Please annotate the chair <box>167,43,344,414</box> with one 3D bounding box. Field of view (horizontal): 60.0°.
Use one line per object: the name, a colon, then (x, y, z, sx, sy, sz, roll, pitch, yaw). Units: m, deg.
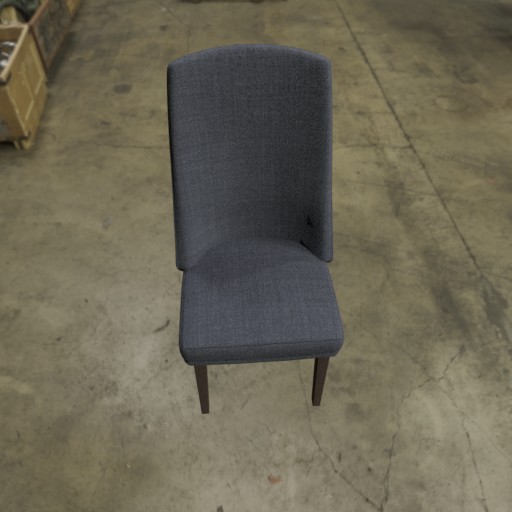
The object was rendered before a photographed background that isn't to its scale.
chair: (0.000, 0.000, 1.368, 0.510, 1.050, 0.577, -3, 47, -3)
